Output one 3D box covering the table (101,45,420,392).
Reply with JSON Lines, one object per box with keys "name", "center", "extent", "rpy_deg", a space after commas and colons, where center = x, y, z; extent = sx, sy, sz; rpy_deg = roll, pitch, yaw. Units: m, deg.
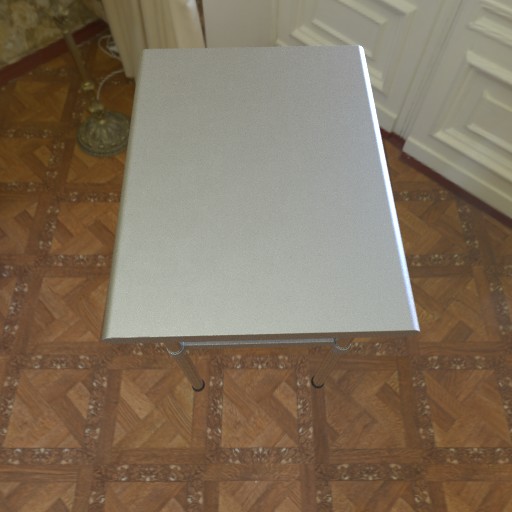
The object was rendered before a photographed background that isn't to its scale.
{"name": "table", "center": [0.000, 0.000, 1.359], "extent": [0.584, 0.876, 0.762], "rpy_deg": [-1, 63, -1]}
